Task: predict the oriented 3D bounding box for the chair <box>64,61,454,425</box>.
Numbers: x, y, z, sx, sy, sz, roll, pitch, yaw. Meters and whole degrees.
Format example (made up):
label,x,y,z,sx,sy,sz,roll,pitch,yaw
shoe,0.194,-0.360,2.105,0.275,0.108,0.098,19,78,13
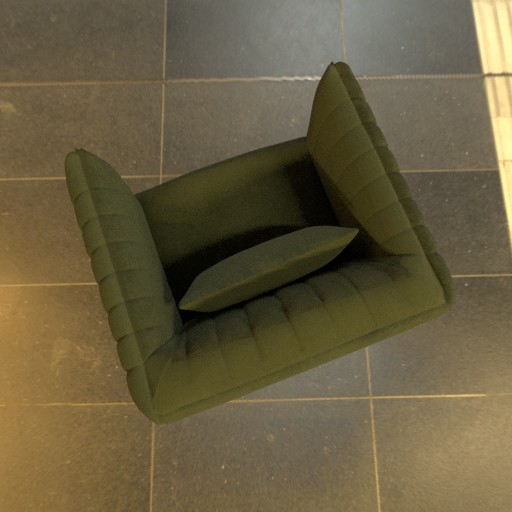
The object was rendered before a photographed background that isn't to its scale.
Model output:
label,x,y,z,sx,sy,sz,roll,pitch,yaw
chair,0.000,0.000,1.658,1.032,0.794,0.877,-20,78,-5
